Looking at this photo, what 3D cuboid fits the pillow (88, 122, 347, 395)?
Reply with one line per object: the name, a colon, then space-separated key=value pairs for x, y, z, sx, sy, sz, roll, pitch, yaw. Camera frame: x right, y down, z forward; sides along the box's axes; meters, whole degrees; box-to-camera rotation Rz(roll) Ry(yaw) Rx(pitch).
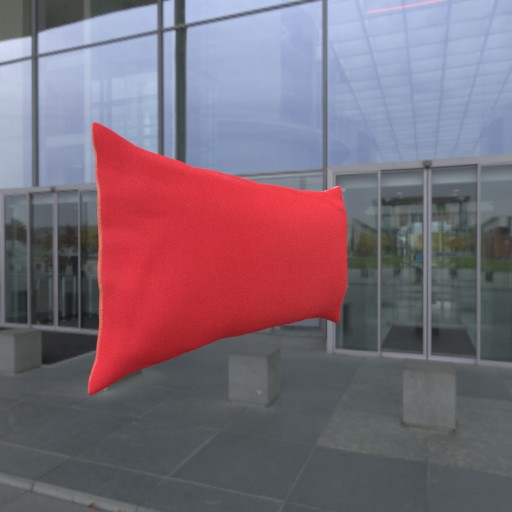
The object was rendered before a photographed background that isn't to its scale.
pillow: x=0.000 y=0.000 z=0.717 sx=0.151 sy=0.297 sz=0.608 roll=0 pitch=1 yaw=36
